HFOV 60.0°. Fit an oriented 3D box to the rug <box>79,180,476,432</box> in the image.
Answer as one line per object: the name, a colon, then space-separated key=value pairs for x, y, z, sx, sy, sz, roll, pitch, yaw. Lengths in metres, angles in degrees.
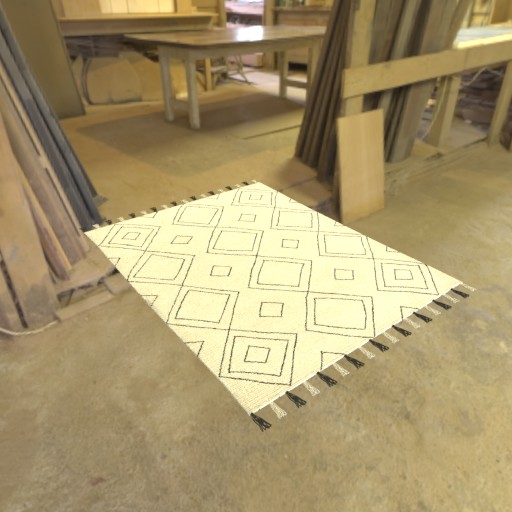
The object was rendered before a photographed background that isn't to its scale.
rug: x=0.000 y=0.000 z=4.290 sx=2.342 sy=0.026 sz=3.221 roll=-22 pitch=37 yaw=-31
